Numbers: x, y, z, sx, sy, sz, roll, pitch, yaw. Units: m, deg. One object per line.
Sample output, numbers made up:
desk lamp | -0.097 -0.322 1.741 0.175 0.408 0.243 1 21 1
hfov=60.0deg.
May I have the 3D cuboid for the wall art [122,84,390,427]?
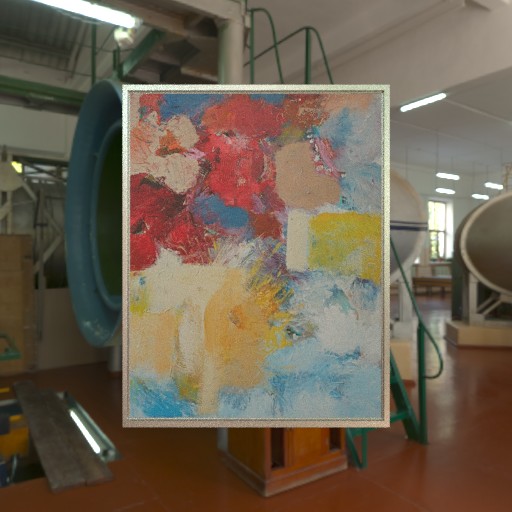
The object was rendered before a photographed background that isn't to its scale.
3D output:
wall art | 0.000 0.000 0.749 0.444 0.569 0.025 0 0 0
